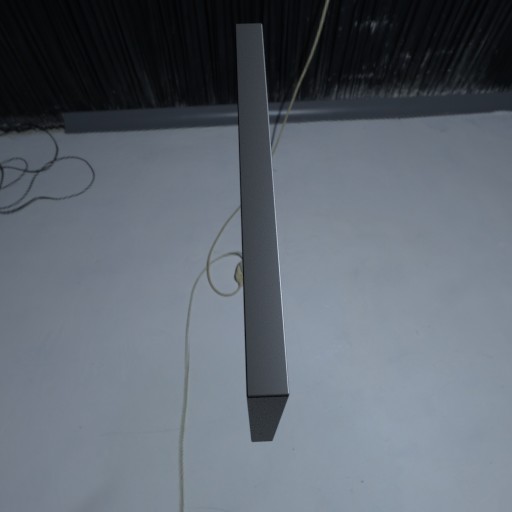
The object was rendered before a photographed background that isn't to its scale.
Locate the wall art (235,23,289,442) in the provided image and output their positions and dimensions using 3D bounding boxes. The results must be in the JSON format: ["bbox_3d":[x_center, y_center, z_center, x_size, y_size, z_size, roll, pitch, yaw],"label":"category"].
[{"bbox_3d":[0.000,0.000,0.525,0.028,0.330,0.380,-2,63,-1],"label":"wall art"}]
